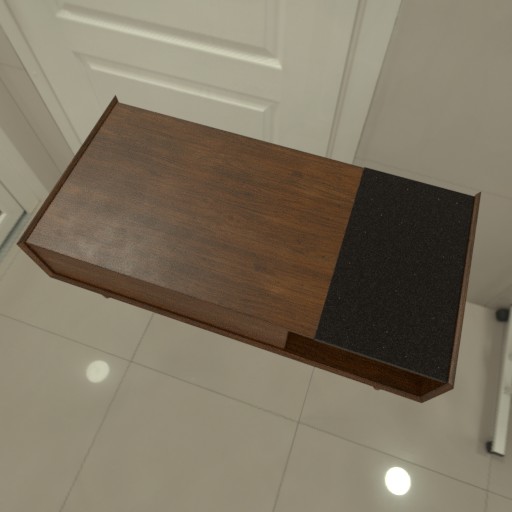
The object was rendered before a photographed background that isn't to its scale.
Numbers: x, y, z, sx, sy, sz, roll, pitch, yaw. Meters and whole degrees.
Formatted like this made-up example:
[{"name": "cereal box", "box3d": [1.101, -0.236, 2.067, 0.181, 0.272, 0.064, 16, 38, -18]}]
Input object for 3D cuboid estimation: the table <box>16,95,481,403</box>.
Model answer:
[{"name": "table", "box3d": [0.000, 0.000, 1.517, 1.221, 0.508, 0.610, 17, 65, 8]}]
